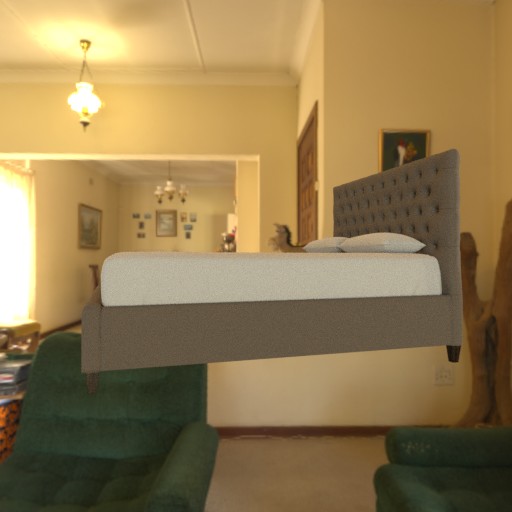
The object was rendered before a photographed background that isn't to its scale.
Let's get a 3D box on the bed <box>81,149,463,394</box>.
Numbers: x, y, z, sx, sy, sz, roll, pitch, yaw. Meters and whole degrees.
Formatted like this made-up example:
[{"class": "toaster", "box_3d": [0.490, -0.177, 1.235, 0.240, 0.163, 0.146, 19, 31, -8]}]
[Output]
[{"class": "bed", "box_3d": [0.000, 0.000, 3.399, 2.387, 1.427, 1.698, 0, 0, -17]}]
